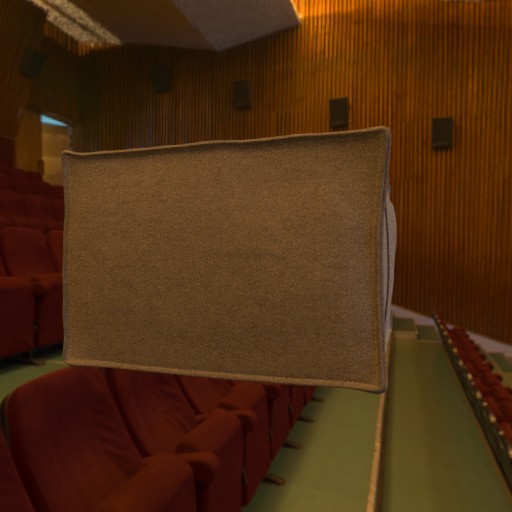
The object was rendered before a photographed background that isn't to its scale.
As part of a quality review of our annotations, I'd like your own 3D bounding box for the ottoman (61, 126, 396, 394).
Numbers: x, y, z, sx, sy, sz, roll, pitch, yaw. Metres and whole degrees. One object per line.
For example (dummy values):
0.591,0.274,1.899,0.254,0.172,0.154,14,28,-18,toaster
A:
0.000,0.000,1.153,0.696,0.470,0.707,0,1,17,ottoman
